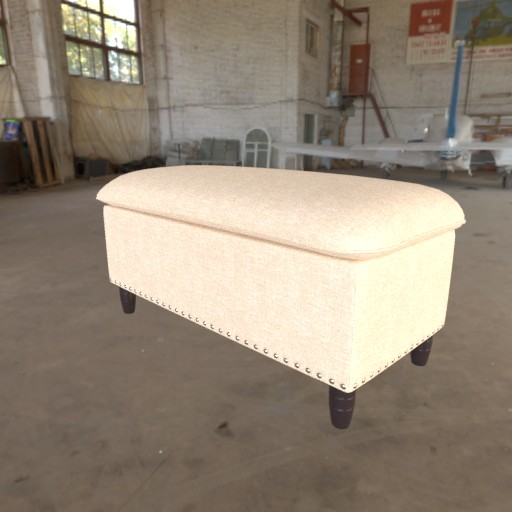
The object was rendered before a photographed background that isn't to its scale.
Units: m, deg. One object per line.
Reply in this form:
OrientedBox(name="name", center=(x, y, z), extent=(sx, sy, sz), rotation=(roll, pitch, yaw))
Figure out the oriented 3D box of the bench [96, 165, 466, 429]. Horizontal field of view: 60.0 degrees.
OrientedBox(name="bench", center=(0.000, 0.000, 1.255), extent=(0.991, 0.483, 0.483), rotation=(15, 21, 43))
